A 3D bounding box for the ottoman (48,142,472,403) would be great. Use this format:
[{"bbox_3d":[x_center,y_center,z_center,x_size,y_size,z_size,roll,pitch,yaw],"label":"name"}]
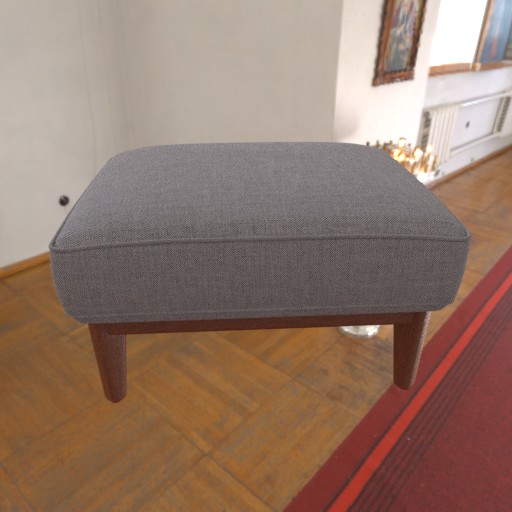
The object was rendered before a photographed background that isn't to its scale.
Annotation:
[{"bbox_3d":[0.000,0.000,1.066,0.750,0.458,0.555,-2,29,-3],"label":"ottoman"}]
